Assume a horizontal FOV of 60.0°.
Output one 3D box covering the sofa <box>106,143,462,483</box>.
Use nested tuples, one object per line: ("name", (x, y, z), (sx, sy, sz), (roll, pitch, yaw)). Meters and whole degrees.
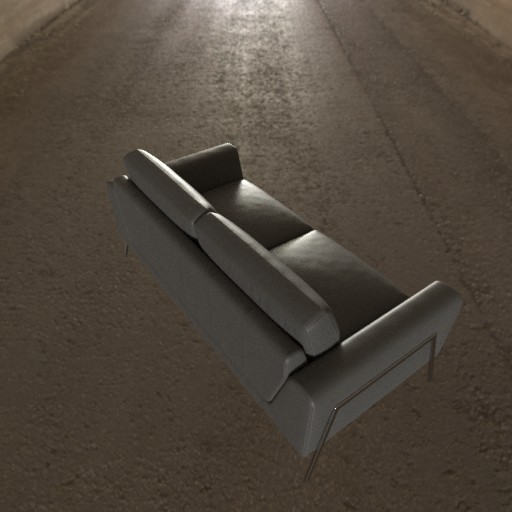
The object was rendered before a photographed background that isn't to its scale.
("sofa", (0.000, 0.000, 2.566), (0.953, 0.875, 2.017), (-25, 46, -27))
